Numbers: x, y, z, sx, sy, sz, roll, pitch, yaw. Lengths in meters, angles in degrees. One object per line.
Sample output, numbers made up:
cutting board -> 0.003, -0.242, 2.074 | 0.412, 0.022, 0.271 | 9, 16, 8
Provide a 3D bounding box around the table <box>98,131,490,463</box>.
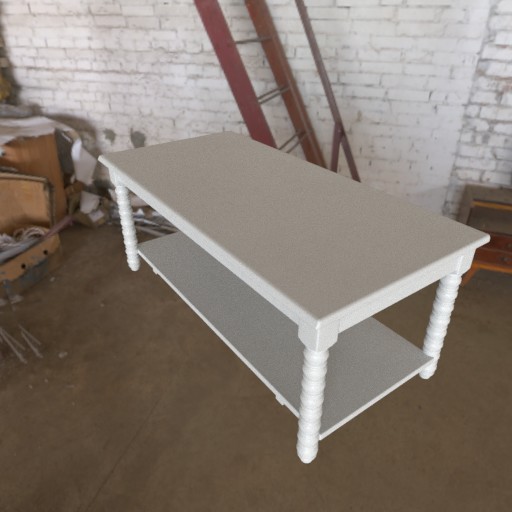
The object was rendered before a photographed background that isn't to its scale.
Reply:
table -> 0.000, 0.000, 1.464 | 0.580, 0.487, 1.171 | -20, 36, -30
